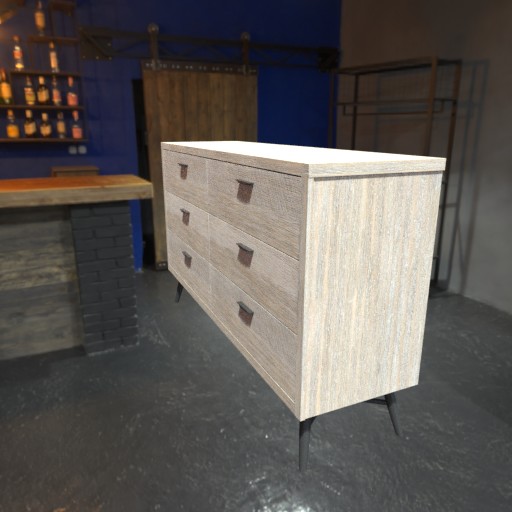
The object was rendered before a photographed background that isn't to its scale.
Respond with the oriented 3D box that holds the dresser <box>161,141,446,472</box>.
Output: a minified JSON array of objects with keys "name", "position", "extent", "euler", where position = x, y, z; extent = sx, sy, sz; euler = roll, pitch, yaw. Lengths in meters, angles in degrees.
[{"name":"dresser","position":[0.000,0.000,1.926],"extent":[0.457,0.914,1.524],"euler":[-7,18,-24]}]
